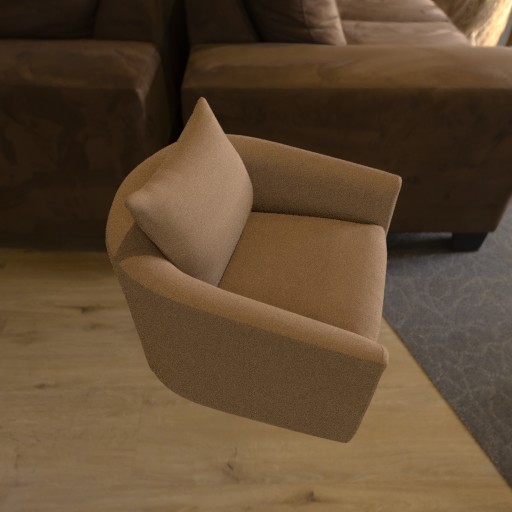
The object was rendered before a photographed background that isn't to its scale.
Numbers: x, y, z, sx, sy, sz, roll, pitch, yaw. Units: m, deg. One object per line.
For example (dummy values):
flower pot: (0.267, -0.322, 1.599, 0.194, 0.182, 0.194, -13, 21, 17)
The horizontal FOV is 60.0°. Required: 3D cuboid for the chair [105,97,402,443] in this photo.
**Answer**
chair: (0.000, 0.000, 1.563, 0.910, 0.848, 0.845, 11, 47, 11)
